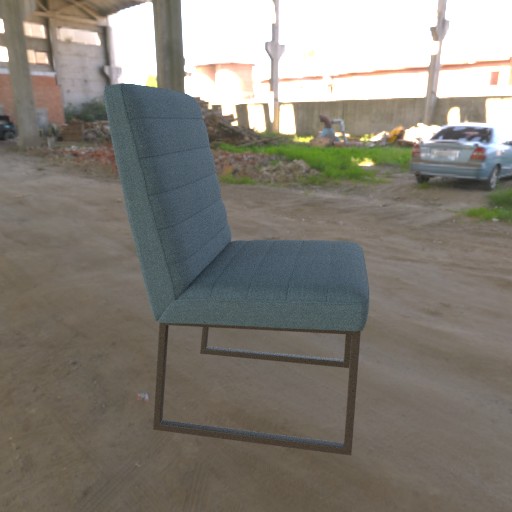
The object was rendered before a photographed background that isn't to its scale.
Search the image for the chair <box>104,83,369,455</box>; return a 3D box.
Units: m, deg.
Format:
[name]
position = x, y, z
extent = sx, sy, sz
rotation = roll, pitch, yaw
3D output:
[chair]
position = 0.000, 0.000, 1.305
extent = 0.634, 0.930, 0.520
rotation = 3, 17, 10
